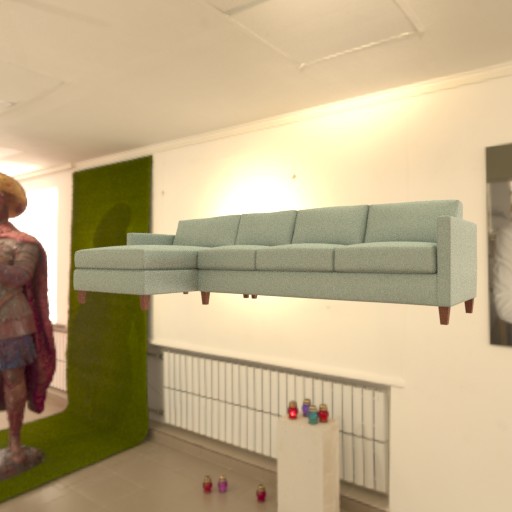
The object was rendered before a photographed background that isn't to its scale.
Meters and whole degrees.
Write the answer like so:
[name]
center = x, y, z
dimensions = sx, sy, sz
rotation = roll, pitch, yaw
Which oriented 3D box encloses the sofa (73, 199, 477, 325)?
[sofa]
center = 0.000, 0.000, 4.095
dimensions = 3.470, 0.953, 1.600
rotation = 0, 0, 37
